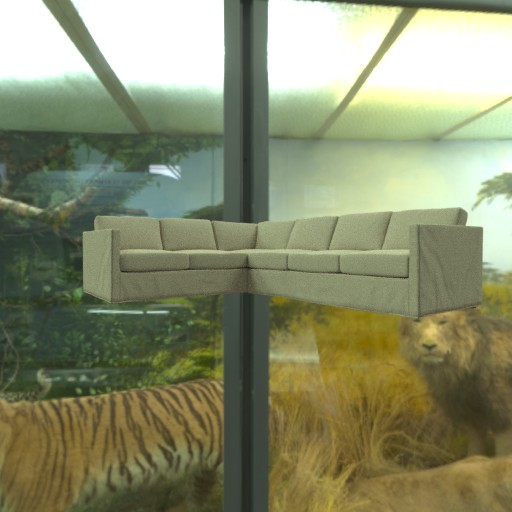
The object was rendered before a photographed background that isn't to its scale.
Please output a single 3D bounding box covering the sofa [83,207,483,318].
[{"bbox_3d":[0.000,0.000,4.285,2.432,0.871,3.182,-1,1,-36],"label":"sofa"}]
